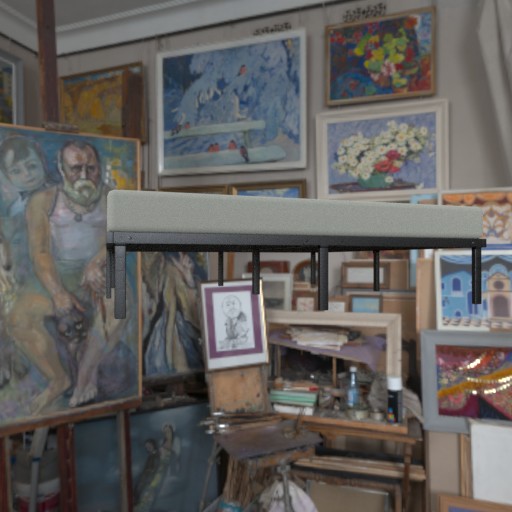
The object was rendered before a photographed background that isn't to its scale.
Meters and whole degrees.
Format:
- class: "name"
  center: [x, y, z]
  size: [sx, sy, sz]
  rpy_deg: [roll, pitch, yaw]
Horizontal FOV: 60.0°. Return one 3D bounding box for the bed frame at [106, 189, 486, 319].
- class: "bed frame"
  center: [0.000, 0.000, 3.934]
  size: [2.526, 0.680, 2.635]
  rpy_deg: [0, 0, -18]
